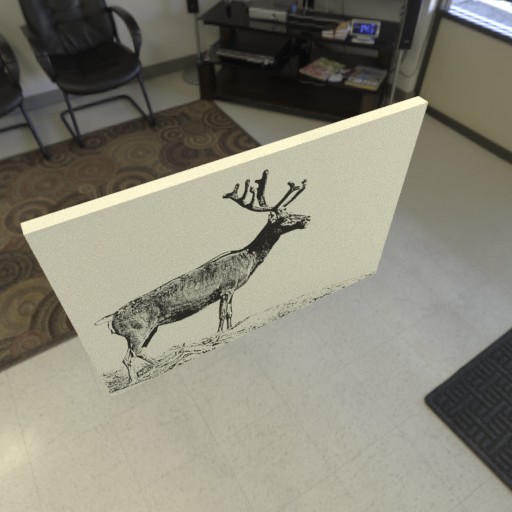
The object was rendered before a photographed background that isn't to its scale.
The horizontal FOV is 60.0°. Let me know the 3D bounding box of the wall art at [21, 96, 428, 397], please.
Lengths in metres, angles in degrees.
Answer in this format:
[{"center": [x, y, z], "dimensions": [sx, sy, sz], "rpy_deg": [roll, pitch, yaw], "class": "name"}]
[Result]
[{"center": [0.000, 0.000, 1.126], "dimensions": [0.906, 0.617, 0.033], "rpy_deg": [-22, 51, -19], "class": "wall art"}]
